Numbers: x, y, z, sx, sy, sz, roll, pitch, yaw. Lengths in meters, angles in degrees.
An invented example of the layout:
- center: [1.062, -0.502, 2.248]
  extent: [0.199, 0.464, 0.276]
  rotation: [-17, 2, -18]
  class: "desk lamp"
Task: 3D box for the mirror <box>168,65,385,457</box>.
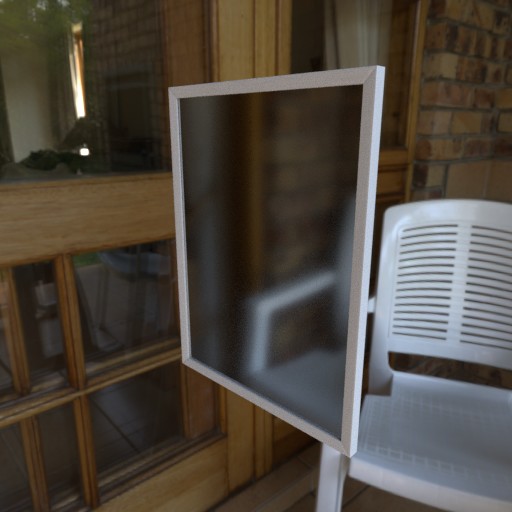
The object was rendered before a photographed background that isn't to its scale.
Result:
- center: [0.000, 0.000, 1.365]
  extent: [0.762, 1.016, 0.040]
  rotation: [15, 21, 41]
  class: "mirror"
